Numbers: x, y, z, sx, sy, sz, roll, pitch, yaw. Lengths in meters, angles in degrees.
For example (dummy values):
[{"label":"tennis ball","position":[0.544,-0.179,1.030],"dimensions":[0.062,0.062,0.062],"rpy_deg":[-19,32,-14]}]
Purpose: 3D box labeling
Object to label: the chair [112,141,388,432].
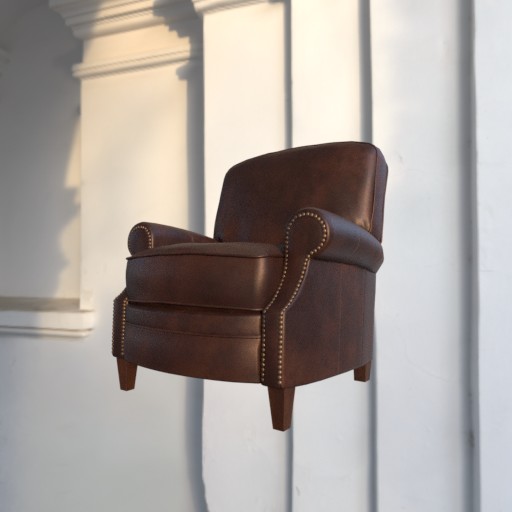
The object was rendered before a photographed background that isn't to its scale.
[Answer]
[{"label":"chair","position":[0.000,0.000,1.785],"dimensions":[0.936,1.018,0.986],"rpy_deg":[-1,-2,36]}]
